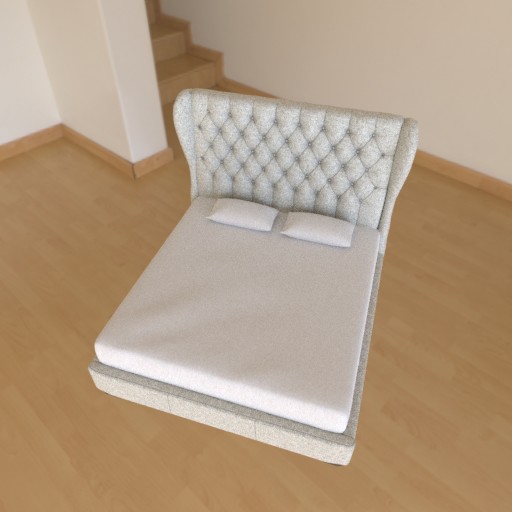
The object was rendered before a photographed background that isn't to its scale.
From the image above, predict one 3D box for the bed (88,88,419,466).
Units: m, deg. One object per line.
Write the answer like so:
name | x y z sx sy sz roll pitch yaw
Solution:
bed | 0.000 0.000 3.765 2.219 1.771 2.347 12 44 13
